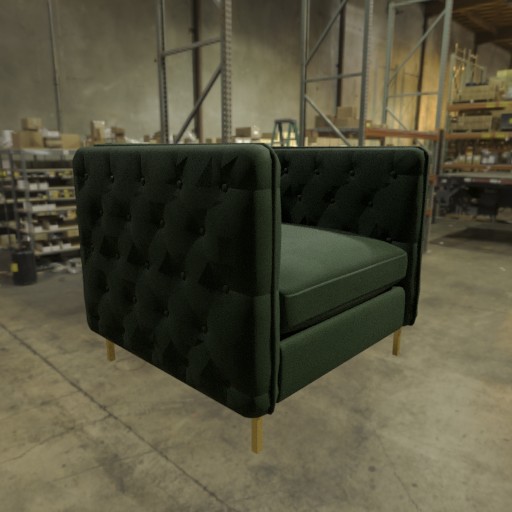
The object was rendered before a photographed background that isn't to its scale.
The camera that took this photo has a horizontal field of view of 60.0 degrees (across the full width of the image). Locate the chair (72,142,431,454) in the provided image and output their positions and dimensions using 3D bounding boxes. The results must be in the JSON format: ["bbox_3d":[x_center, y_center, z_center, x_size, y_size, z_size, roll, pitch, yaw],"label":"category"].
[{"bbox_3d":[0.000,0.000,1.547,0.855,0.768,0.917,12,18,42],"label":"chair"}]
